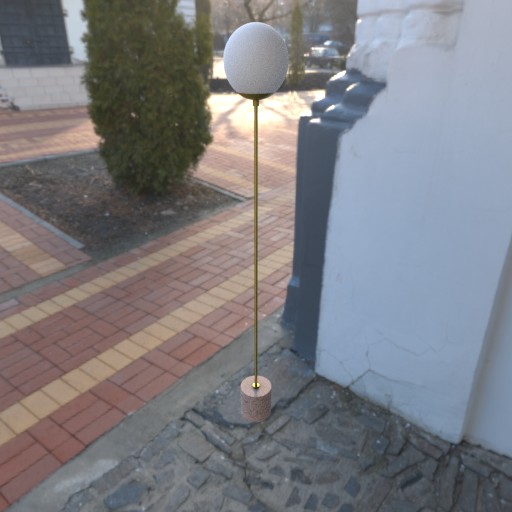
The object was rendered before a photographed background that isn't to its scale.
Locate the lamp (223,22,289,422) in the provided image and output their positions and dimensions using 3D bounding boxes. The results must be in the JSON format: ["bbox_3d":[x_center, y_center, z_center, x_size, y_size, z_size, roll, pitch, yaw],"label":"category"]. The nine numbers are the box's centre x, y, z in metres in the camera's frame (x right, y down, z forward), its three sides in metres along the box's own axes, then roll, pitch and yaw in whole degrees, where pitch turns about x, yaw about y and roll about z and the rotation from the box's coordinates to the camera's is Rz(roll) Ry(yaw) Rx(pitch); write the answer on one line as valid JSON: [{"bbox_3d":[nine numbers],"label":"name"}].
[{"bbox_3d":[0.000,0.000,1.872,0.229,1.748,0.229,-17,30,-31],"label":"lamp"}]
